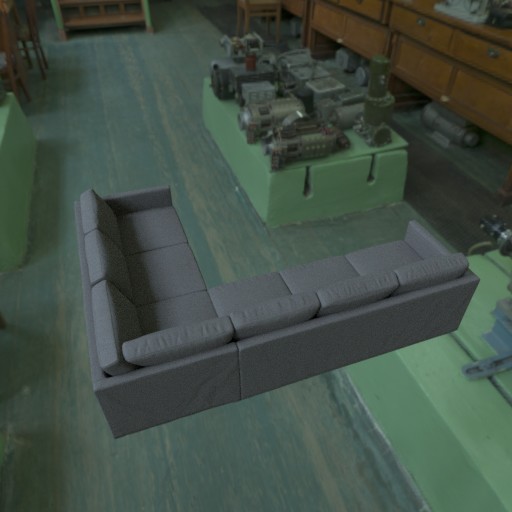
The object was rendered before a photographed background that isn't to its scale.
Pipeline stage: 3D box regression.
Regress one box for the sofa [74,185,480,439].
[{"bbox_3d":[0.000,0.000,4.352,3.182,0.871,2.432,-13,42,-15],"label":"sofa"}]
